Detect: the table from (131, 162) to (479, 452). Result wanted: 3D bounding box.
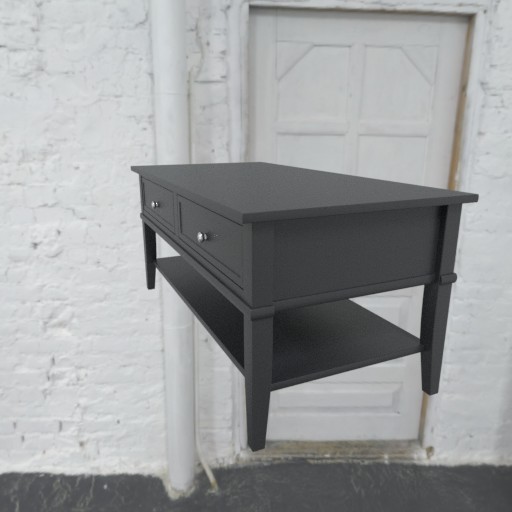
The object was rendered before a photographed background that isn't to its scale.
[{"bbox_3d":[0.000,0.000,1.319,0.523,0.470,1.044,-7,17,-24],"label":"table"}]
